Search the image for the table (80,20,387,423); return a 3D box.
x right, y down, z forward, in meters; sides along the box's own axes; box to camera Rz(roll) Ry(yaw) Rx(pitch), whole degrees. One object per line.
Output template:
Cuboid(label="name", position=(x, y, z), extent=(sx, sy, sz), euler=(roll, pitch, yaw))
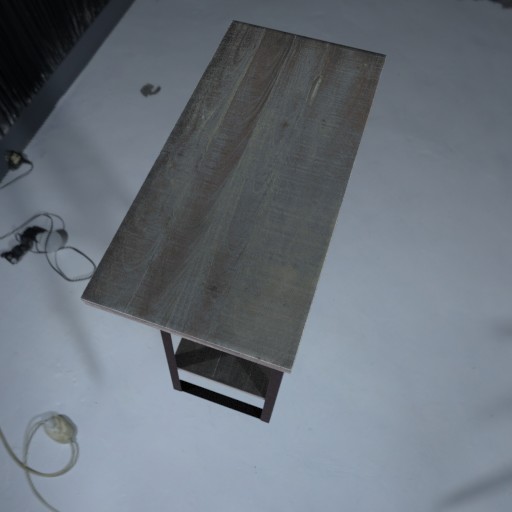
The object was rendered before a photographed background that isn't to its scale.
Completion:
Cuboid(label="table", position=(0.000, 0.000, 1.016), extent=(0.300, 0.701, 0.599), euler=(17, 65, 8))
